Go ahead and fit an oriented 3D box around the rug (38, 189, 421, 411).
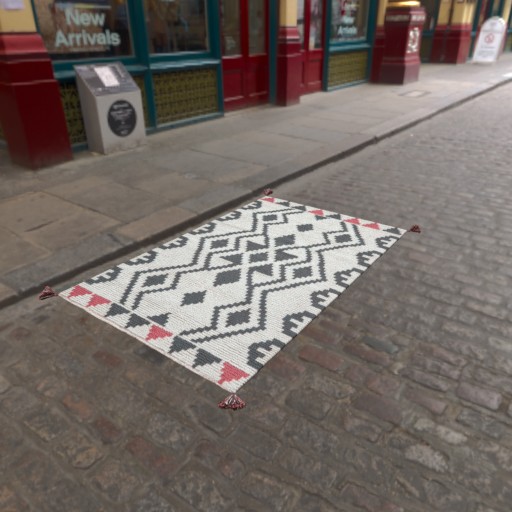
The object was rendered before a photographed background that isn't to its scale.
[{"bbox_3d":[0.000,0.000,3.433,1.741,0.066,2.672,19,33,32],"label":"rug"}]
